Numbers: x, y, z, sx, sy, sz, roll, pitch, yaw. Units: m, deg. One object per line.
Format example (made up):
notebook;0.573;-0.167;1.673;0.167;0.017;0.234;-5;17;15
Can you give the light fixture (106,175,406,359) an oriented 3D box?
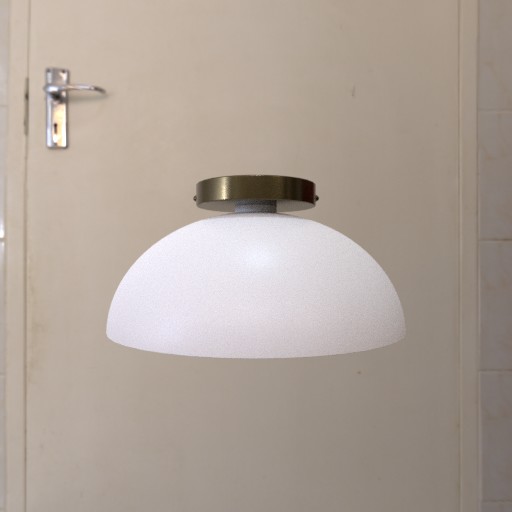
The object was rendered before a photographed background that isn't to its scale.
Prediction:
light fixture;0.000;0.000;0.555;0.355;0.177;0.355;0;0;0
